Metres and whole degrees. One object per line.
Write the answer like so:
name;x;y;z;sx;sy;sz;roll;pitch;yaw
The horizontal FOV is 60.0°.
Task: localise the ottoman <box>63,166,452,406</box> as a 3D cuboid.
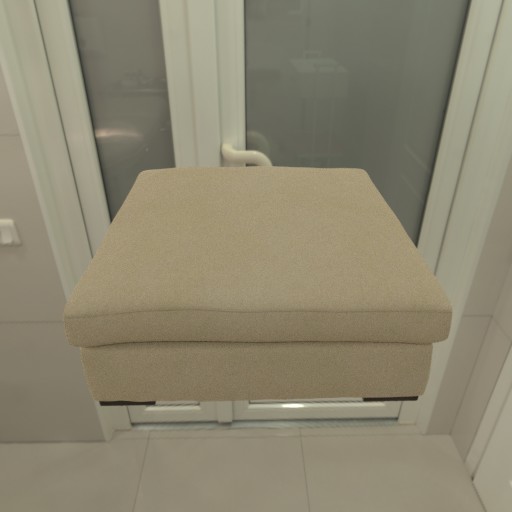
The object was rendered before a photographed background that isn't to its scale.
ottoman;0.000;0.000;1.887;1.190;0.522;1.205;-1;31;-1
